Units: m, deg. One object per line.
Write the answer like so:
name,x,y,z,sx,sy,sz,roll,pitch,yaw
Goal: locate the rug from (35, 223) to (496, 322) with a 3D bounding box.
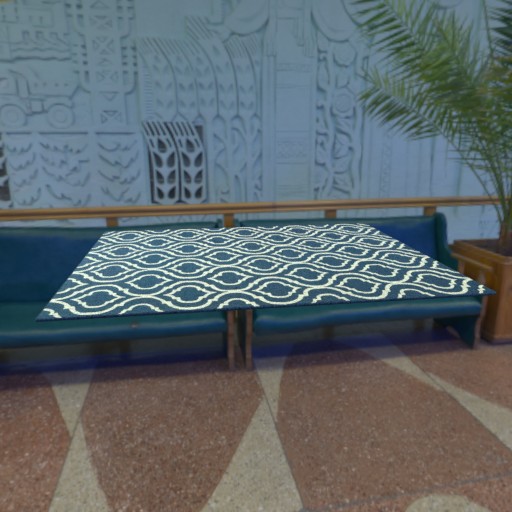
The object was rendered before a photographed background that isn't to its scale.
rug,0.000,0.000,3.800,2.881,0.020,2.270,-2,16,-8
